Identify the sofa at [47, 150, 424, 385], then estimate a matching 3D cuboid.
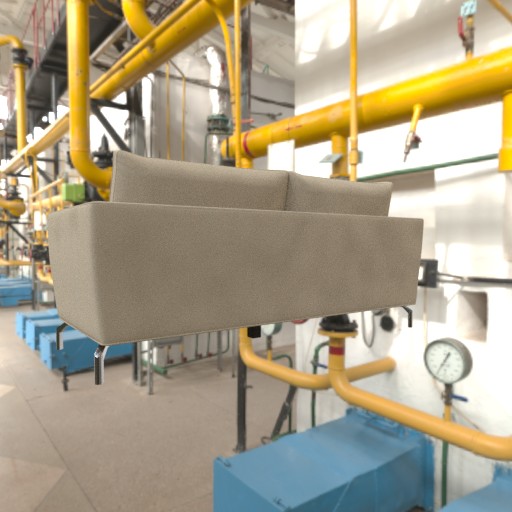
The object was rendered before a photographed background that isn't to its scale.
[{"bbox_3d":[0.000,0.000,2.723,2.214,1.005,0.868,-1,2,-36],"label":"sofa"}]
